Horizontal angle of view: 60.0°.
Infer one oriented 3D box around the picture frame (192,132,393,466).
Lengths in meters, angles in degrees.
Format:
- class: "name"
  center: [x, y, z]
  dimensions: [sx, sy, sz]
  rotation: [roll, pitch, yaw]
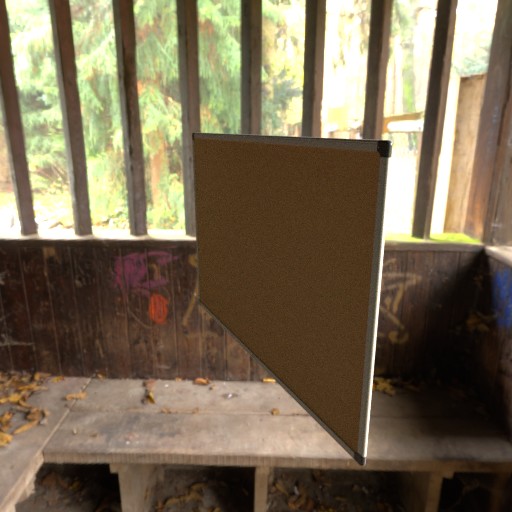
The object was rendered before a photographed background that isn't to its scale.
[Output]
- class: "picture frame"
  center: [0.000, 0.000, 1.137]
  dimensions: [0.010, 0.600, 0.900]
  rotation: [-8, 18, -26]
